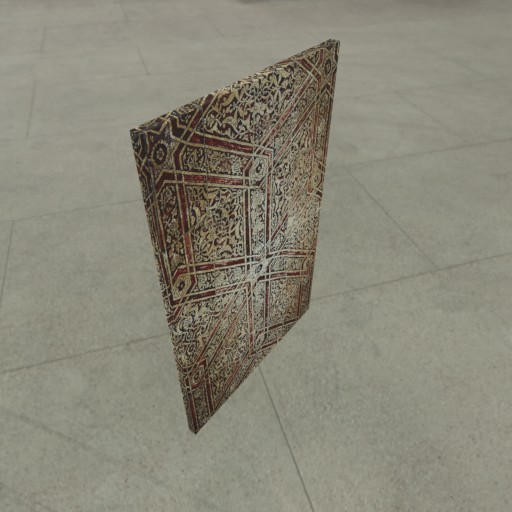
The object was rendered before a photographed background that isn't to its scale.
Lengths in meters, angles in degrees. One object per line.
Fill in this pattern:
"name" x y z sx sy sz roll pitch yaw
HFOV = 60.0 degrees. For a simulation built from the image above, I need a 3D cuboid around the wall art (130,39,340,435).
"wall art" 0.000 0.000 1.137 0.030 0.904 0.599 26 48 27
